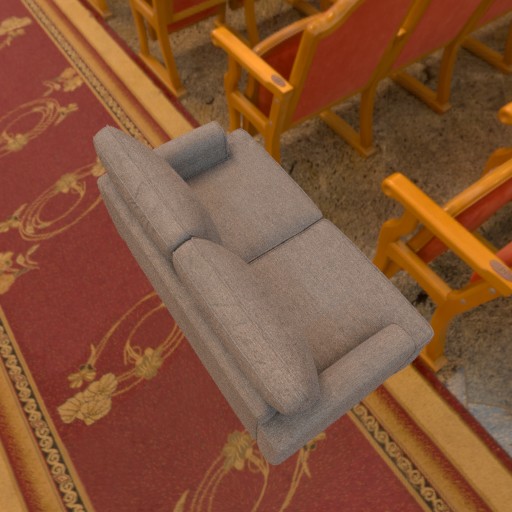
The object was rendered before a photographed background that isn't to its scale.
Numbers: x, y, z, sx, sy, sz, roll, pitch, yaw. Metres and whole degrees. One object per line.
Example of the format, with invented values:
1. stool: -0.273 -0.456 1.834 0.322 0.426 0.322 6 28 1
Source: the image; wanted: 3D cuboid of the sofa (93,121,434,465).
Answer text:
1. sofa: 0.000 0.000 2.223 0.965 0.965 1.651 -31 65 -17
